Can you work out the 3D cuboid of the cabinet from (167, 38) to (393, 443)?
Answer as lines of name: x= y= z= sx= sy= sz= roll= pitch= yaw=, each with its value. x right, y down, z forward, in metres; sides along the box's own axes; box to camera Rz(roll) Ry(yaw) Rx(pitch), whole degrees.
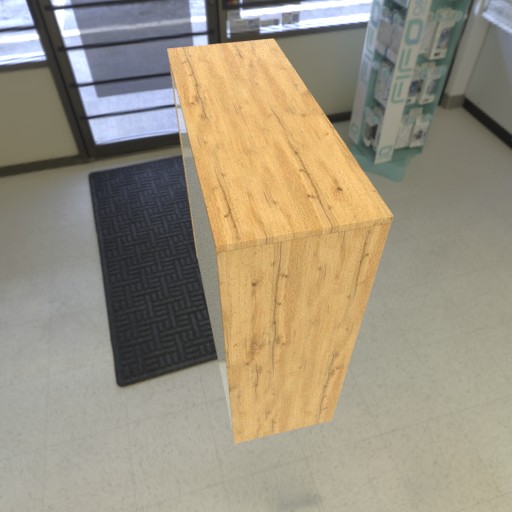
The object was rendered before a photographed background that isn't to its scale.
cabinet: x=0.000 y=0.000 z=1.979 sx=0.473 sy=1.397 sz=1.168 roll=-10 pitch=48 yaw=-9
